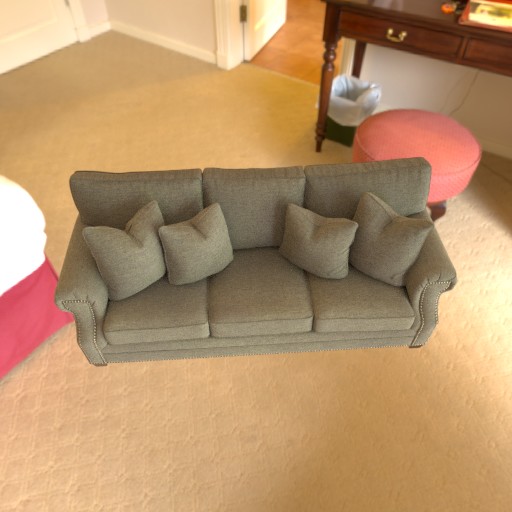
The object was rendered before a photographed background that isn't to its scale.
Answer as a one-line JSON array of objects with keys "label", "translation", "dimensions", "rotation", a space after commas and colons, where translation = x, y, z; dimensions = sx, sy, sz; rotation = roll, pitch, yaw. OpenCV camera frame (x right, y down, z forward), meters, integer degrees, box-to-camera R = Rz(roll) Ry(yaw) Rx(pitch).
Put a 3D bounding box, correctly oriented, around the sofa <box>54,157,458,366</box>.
[{"label": "sofa", "translation": [0.000, 0.000, 2.811], "dimensions": [2.312, 0.975, 0.965], "rotation": [-3, 47, -3]}]
